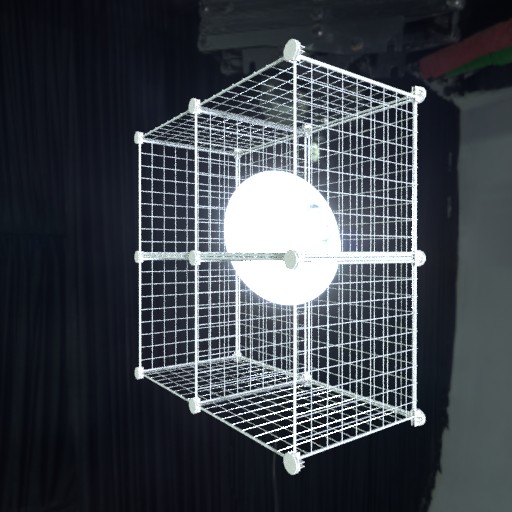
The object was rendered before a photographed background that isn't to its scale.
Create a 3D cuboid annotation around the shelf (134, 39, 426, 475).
[{"bbox_3d":[0.000,0.000,1.105,0.356,0.711,0.711,0,0,-36],"label":"shelf"}]
